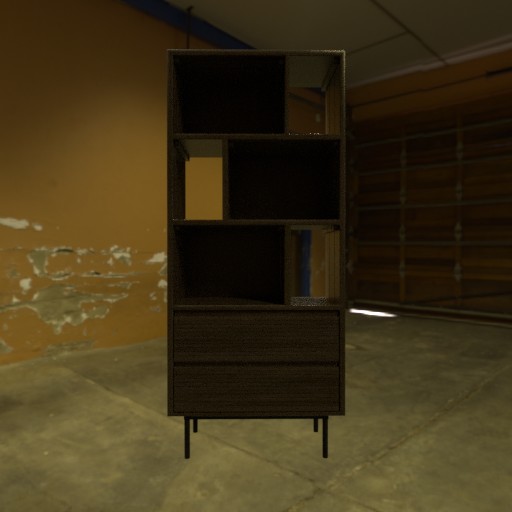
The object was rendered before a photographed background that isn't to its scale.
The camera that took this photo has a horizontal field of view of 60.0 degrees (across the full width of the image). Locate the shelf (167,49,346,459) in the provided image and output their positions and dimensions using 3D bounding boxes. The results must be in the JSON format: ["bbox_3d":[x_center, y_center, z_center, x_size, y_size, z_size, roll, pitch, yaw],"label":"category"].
[{"bbox_3d":[0.000,0.000,1.819,0.670,1.545,0.323,0,0,-1],"label":"shelf"}]
